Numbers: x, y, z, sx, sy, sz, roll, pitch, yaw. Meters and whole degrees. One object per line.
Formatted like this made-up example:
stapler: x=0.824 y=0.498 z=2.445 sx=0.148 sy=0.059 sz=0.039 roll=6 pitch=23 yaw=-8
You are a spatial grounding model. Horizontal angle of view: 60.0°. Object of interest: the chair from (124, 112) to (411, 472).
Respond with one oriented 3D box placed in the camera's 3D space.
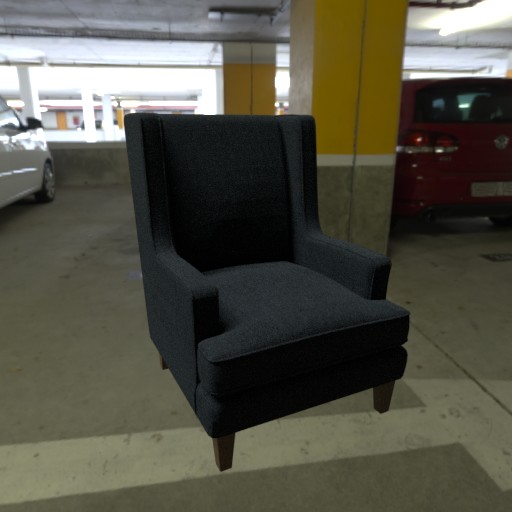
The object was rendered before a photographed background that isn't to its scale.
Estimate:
chair: x=0.000 y=0.000 z=1.728 sx=0.764 sy=1.072 sz=0.947 roll=-8 pitch=18 yaw=-25
